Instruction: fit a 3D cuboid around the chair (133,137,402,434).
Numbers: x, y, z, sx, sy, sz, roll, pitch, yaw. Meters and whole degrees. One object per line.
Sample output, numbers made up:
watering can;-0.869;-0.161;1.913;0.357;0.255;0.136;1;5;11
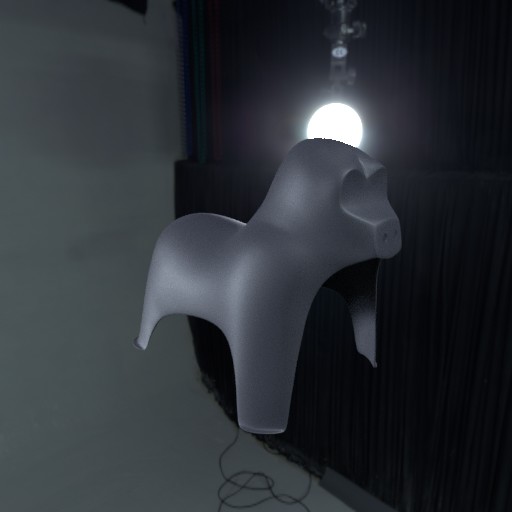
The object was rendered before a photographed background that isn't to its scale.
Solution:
chair;0.000;0.000;1.167;0.758;0.600;0.490;13;19;42
